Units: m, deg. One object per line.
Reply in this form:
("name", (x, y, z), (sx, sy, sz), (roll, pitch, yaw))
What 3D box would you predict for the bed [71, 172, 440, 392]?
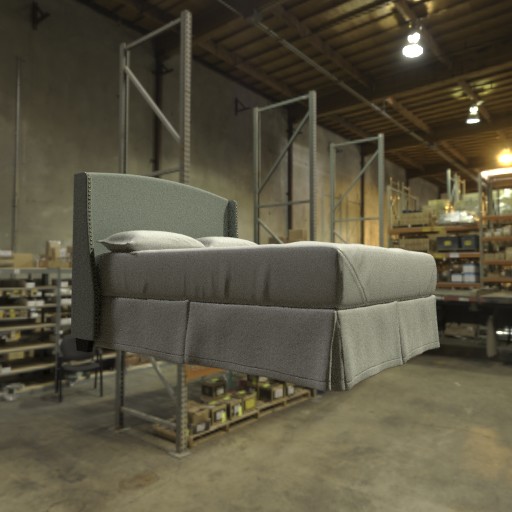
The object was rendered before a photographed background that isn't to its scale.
("bed", (0.000, 0.000, 3.342), (2.237, 1.407, 1.710), (-1, -2, 38))
